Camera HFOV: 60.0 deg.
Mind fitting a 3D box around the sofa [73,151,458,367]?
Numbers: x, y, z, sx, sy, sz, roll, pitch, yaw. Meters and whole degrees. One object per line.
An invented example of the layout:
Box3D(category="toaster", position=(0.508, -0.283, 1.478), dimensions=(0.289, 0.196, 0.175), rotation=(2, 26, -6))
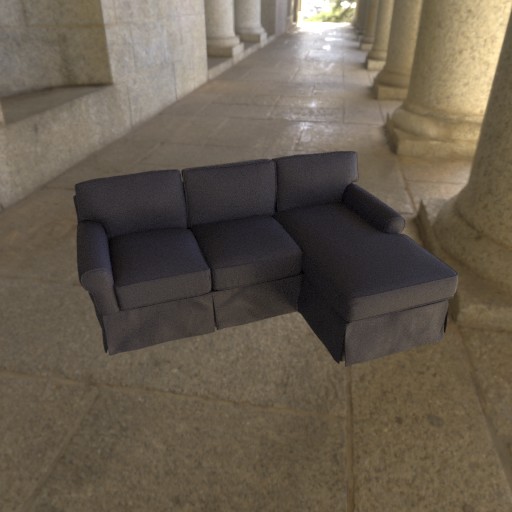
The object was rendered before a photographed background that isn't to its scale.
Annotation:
Box3D(category="sofa", position=(0.000, 0.000, 3.346), dimensions=(2.518, 1.039, 1.637), rotation=(-10, 32, -17))
